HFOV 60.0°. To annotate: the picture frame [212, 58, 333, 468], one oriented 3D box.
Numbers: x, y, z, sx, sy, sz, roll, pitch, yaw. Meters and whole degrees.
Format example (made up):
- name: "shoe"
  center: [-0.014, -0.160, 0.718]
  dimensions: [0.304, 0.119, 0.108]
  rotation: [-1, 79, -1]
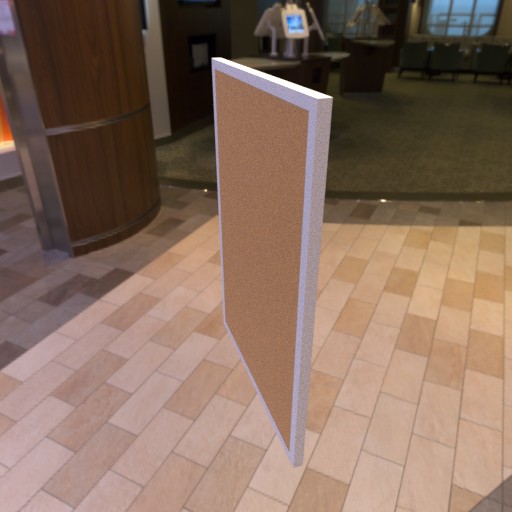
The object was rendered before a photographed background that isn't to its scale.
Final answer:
- name: "picture frame"
  center: [0.000, 0.000, 0.563]
  dimensions: [0.013, 0.434, 0.305]
  rotation: [-10, 31, -17]
